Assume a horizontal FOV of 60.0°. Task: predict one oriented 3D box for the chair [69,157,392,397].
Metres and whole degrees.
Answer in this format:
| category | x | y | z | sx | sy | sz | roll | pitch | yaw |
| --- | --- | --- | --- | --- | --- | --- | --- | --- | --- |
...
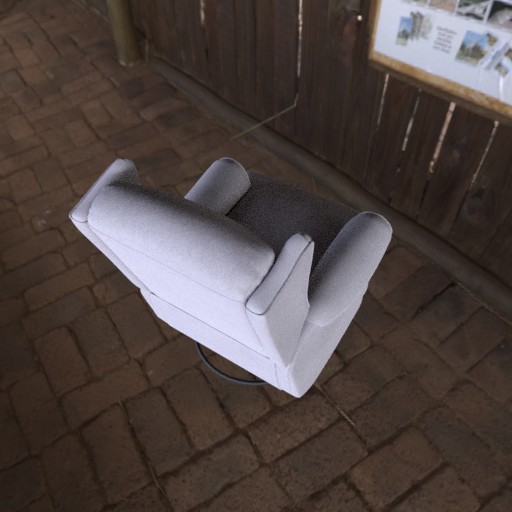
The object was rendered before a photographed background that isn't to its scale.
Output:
| category | x | y | z | sx | sy | sz | roll | pitch | yaw |
| --- | --- | --- | --- | --- | --- | --- | --- | --- | --- |
| chair | 0.000 | 0.000 | 1.726 | 0.847 | 1.011 | 0.969 | 25 | 52 | 21 |
